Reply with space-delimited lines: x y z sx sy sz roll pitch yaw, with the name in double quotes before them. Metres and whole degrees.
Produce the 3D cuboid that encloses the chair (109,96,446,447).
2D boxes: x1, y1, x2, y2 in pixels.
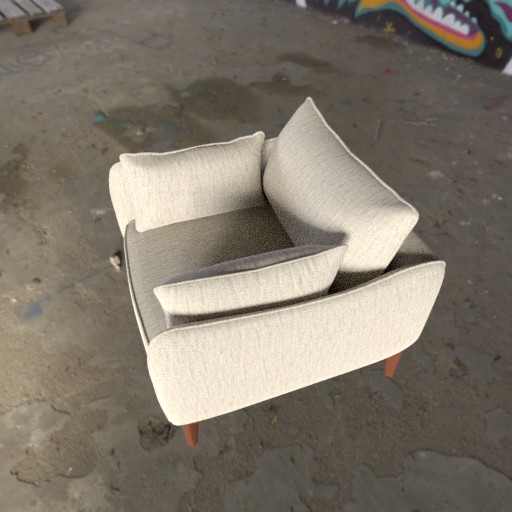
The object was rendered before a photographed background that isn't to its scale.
"chair" 0.000 0.000 1.741 0.991 0.855 0.994 -14 46 -14
